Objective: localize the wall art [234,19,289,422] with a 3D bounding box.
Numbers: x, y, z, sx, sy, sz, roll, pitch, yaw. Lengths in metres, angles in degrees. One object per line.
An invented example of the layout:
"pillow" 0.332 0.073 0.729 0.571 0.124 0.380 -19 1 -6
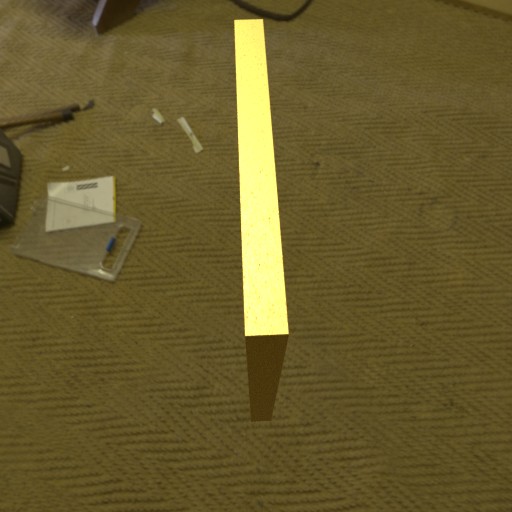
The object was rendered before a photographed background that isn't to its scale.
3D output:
"wall art" 0.000 0.000 0.883 0.048 0.642 0.537 -2 62 -1
